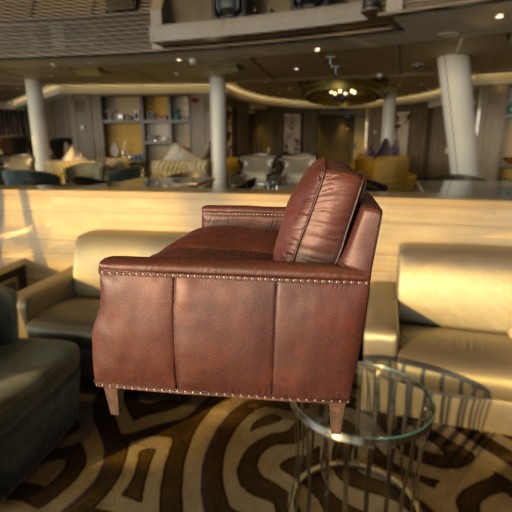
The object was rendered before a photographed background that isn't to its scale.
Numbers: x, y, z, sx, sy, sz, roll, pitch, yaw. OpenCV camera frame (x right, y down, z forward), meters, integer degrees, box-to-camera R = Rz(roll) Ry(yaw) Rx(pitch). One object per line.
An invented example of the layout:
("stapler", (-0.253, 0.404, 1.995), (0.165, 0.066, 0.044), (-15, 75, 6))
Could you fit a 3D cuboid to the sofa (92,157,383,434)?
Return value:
("sofa", (0.000, 0.000, 2.333), (1.083, 1.003, 1.628), (2, 14, 8))
